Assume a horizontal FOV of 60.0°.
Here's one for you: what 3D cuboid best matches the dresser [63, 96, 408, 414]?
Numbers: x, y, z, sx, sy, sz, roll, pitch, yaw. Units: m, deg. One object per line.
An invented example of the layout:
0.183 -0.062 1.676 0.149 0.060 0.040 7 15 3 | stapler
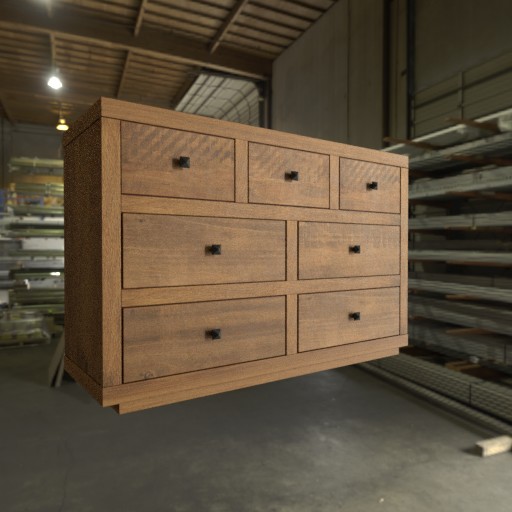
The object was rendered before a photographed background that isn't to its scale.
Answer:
0.000 0.000 1.664 1.261 0.825 0.479 -1 1 -35 | dresser
